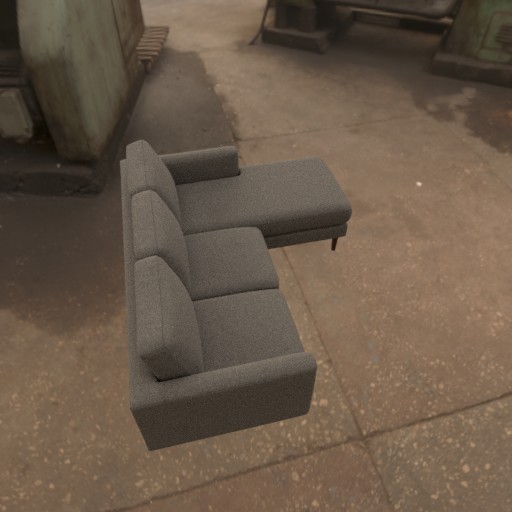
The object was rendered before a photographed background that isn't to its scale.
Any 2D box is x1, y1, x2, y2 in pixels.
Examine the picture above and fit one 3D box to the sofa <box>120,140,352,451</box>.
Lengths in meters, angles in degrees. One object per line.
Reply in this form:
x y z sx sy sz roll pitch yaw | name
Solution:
0.000 0.000 2.994 1.667 0.957 2.055 -10 47 -9 | sofa
